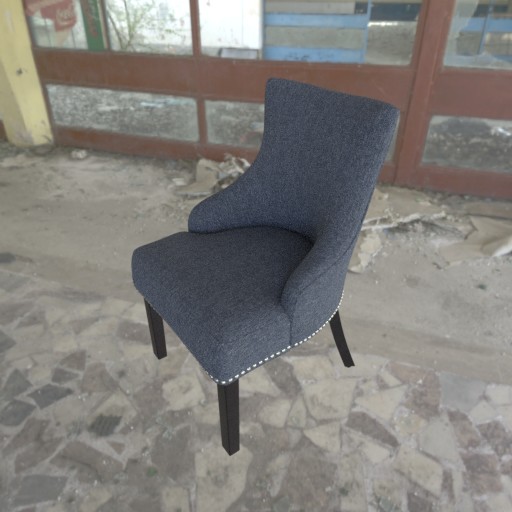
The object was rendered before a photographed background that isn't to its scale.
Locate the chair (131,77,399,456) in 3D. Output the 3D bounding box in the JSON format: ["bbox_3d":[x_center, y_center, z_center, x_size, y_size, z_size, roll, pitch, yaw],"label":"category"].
[{"bbox_3d":[0.000,0.000,1.342,0.629,0.909,0.566,-21,37,-30],"label":"chair"}]
